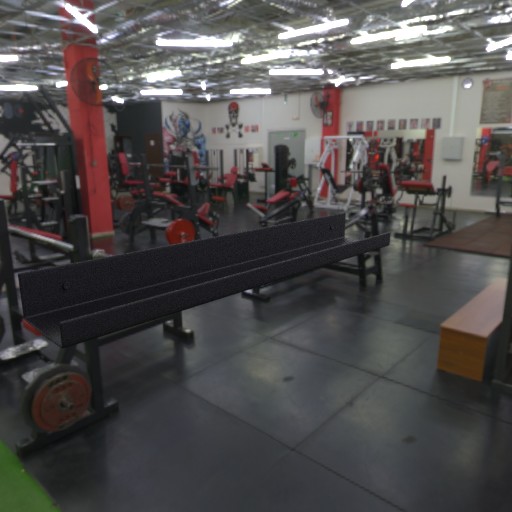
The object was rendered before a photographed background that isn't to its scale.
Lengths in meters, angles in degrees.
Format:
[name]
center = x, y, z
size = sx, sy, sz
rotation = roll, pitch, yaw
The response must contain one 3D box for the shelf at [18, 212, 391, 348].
[shelf]
center = 0.000, 0.000, 0.642
size = 0.102, 0.053, 0.605
rotation = 13, 19, 43
